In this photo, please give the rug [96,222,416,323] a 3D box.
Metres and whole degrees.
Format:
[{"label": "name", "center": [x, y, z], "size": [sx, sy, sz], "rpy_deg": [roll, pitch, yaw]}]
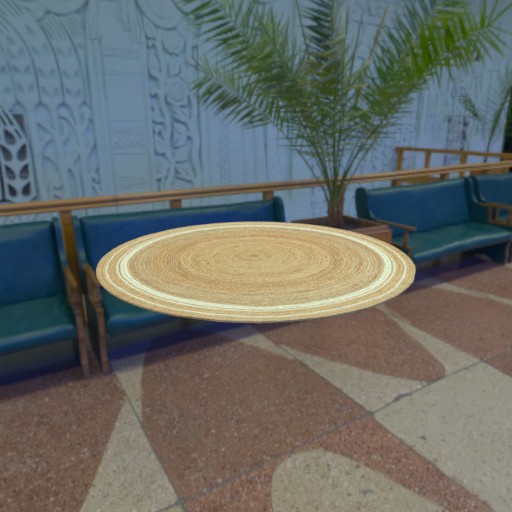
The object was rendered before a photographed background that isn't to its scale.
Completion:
[{"label": "rug", "center": [0.000, 0.000, 3.586], "size": [2.444, 0.015, 2.444], "rpy_deg": [0, 17, 0]}]
